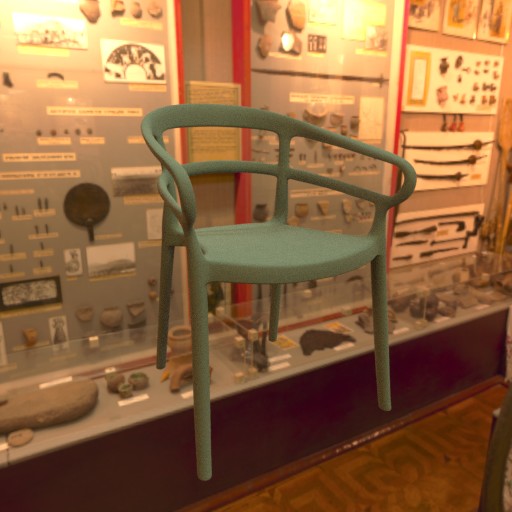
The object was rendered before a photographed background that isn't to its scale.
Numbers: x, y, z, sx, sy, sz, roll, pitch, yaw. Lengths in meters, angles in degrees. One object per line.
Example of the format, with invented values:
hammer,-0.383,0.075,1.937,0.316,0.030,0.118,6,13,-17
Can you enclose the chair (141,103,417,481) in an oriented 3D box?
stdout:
chair,0.000,0.000,1.119,0.559,0.761,0.527,-8,17,-28
